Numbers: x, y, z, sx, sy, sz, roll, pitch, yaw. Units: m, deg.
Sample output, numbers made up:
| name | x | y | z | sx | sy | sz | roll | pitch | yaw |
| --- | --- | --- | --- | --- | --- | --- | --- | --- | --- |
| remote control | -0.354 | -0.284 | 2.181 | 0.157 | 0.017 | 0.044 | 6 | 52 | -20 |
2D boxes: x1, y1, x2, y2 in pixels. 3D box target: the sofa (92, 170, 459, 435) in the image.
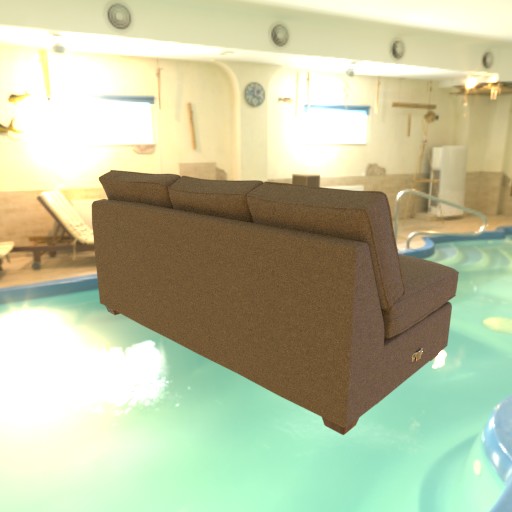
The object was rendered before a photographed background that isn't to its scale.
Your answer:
| name | x | y | z | sx | sy | sz | roll | pitch | yaw |
| --- | --- | --- | --- | --- | --- | --- | --- | --- | --- |
| sofa | 0.000 | 0.000 | 2.565 | 1.963 | 0.946 | 1.034 | 14 | 20 | 42 |
